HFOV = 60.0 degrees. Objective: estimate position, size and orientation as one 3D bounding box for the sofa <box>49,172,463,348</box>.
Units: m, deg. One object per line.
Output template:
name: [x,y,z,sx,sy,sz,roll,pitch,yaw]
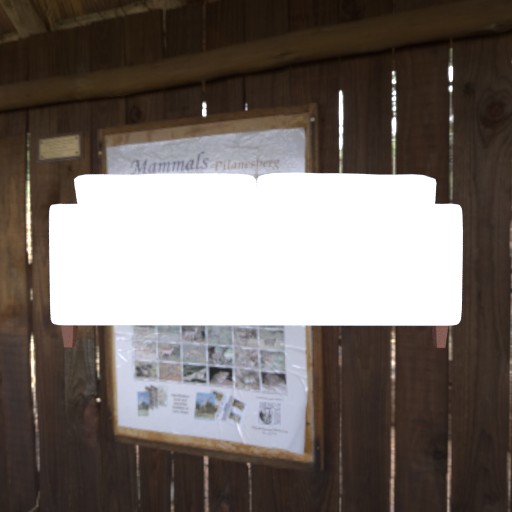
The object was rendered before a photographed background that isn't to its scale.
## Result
sofa: [0.000,0.000,2.709,2.139,0.933,0.924,0,1,0]
